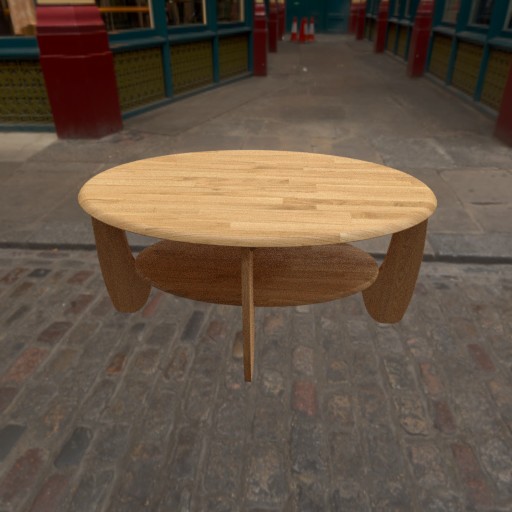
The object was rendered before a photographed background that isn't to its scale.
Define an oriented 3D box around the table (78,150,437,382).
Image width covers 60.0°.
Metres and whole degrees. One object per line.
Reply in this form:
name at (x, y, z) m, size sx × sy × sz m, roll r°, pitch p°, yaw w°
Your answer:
table at (0.000, 0.000, 1.426) m, size 1.040 × 0.490 × 0.690 m, roll 2°, pitch 31°, yaw 3°
